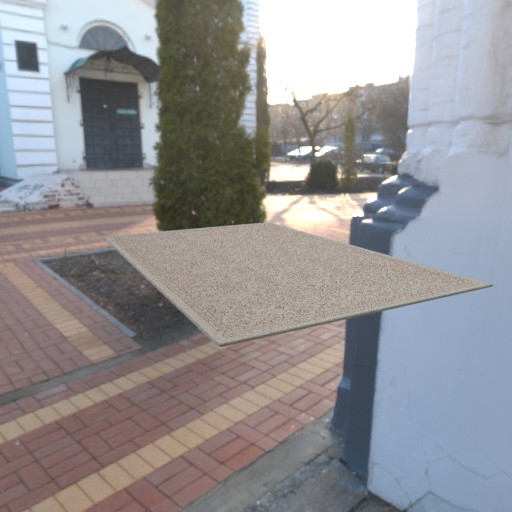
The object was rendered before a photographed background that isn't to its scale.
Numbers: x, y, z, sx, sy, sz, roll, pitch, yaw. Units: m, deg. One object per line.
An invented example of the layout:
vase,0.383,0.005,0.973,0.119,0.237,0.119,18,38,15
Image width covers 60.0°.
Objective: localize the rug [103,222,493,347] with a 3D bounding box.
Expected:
rug,0.000,0.000,2.305,1.219,0.010,1.829,-7,15,-27
